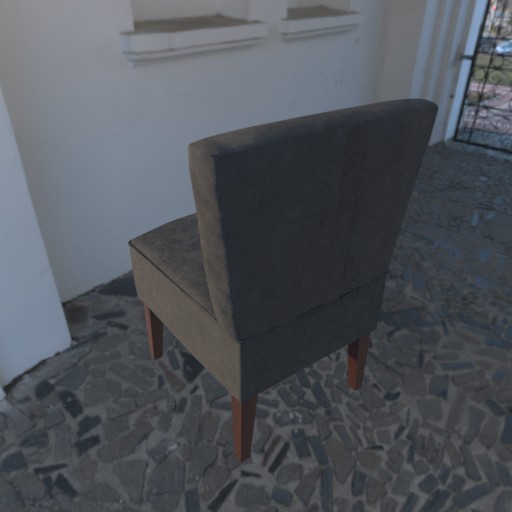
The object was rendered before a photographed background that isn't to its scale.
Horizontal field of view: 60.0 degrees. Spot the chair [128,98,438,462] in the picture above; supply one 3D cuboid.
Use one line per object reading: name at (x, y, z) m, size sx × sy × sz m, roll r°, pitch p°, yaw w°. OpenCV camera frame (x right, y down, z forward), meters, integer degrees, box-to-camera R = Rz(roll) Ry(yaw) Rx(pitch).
chair at (0.000, 0.000, 1.128) m, size 0.521 × 0.806 × 0.554 m, roll -20°, pitch 37°, yaw -29°
